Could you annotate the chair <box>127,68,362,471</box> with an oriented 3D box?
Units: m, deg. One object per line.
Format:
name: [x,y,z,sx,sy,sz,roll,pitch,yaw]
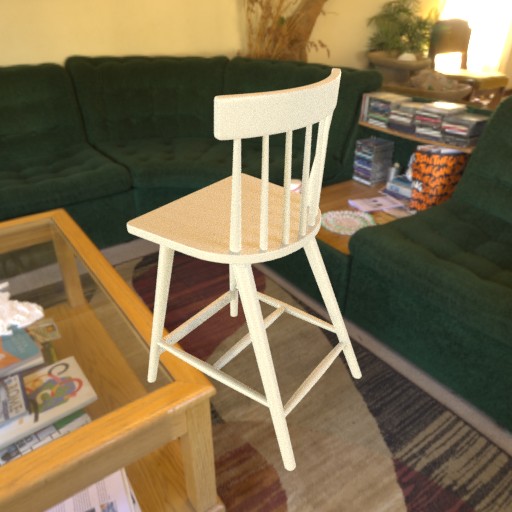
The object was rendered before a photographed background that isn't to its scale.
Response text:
chair: [0.000,0.000,1.255,0.572,0.952,0.483,21,36,31]
